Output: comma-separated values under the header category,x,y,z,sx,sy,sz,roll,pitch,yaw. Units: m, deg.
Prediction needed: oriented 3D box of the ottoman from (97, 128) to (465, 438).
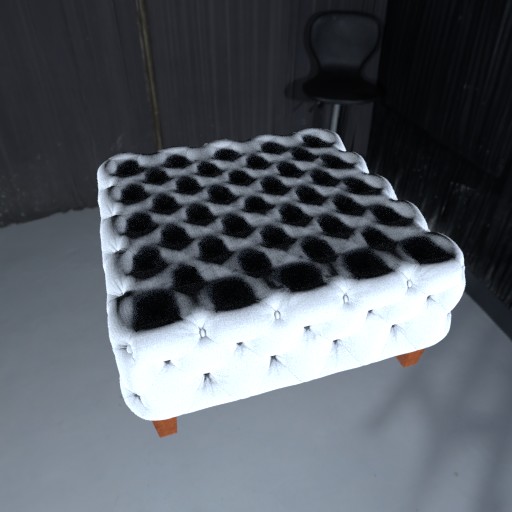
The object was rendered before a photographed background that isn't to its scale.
category,x,y,z,sx,sy,sz,roll,pitch,yaw
ottoman,0.000,0.000,1.187,0.758,0.365,0.764,-11,40,-14
